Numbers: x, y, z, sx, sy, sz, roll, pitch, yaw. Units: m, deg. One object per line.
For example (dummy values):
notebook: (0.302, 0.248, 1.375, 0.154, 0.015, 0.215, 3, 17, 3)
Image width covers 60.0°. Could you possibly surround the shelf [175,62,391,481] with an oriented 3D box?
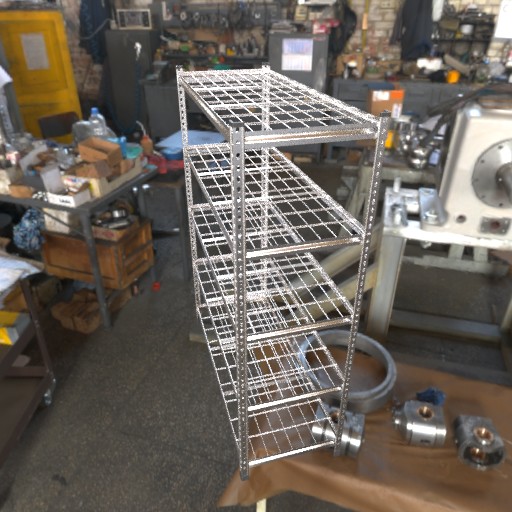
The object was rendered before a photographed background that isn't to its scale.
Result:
shelf: (0.000, 0.000, 2.694, 0.610, 1.981, 1.524, -8, 31, -14)
